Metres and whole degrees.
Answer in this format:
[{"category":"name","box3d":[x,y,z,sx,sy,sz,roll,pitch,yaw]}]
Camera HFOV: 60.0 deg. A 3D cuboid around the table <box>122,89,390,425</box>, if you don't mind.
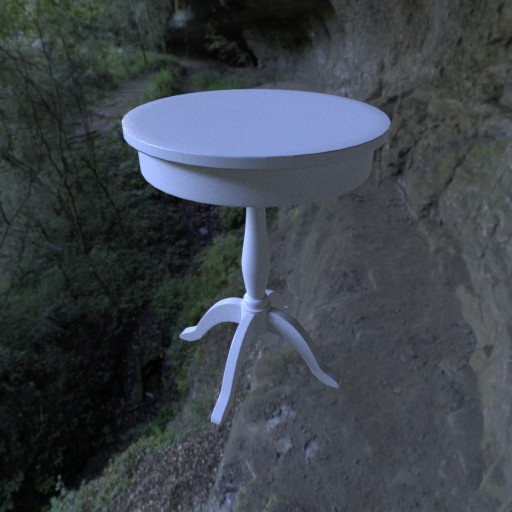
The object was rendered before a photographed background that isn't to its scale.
[{"category":"table","box3d":[0.000,0.000,1.041,0.513,0.653,0.513,0,31,0]}]
